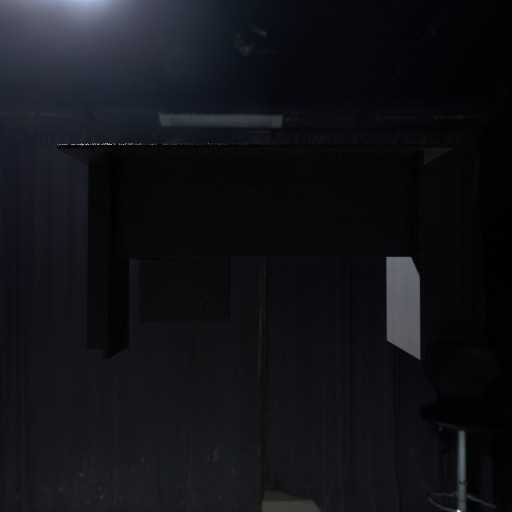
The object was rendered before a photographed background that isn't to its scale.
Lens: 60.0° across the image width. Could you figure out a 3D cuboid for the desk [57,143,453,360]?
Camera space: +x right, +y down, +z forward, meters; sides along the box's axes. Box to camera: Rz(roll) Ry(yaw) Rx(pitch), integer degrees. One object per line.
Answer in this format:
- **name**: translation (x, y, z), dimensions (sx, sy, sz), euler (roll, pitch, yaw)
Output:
- **desk**: translation (0.000, 0.000, 2.131), dimensions (1.303, 0.716, 1.361), euler (0, -1, 0)
